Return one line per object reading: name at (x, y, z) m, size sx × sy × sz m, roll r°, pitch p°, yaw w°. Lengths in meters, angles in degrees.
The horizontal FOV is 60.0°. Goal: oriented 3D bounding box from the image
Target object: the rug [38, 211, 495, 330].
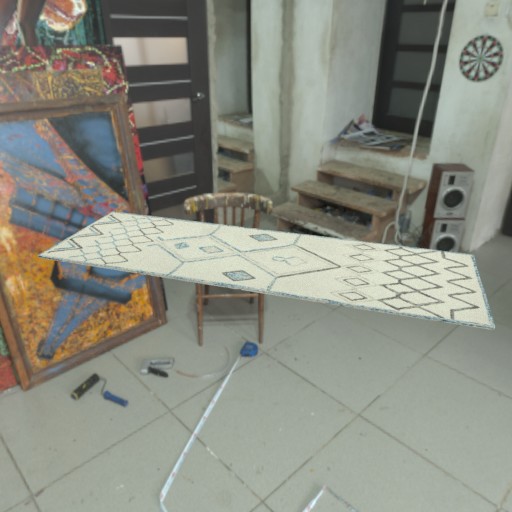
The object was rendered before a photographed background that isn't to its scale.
rug at (0.000, 0.000, 2.595) m, size 2.434 × 0.013 × 0.770 m, roll 8°, pitch 27°, yaw 15°
